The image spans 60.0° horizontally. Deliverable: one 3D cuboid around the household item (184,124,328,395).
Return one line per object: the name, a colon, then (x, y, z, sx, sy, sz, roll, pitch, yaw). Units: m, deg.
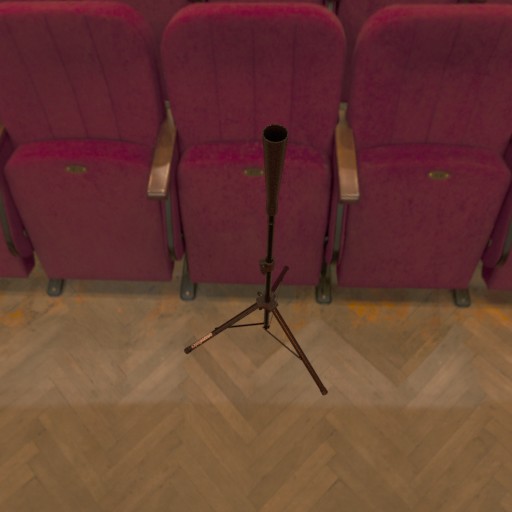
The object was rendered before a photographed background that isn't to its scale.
household item: (0.000, 0.000, 1.370, 0.559, 1.067, 0.559, 2, 58, 1)
